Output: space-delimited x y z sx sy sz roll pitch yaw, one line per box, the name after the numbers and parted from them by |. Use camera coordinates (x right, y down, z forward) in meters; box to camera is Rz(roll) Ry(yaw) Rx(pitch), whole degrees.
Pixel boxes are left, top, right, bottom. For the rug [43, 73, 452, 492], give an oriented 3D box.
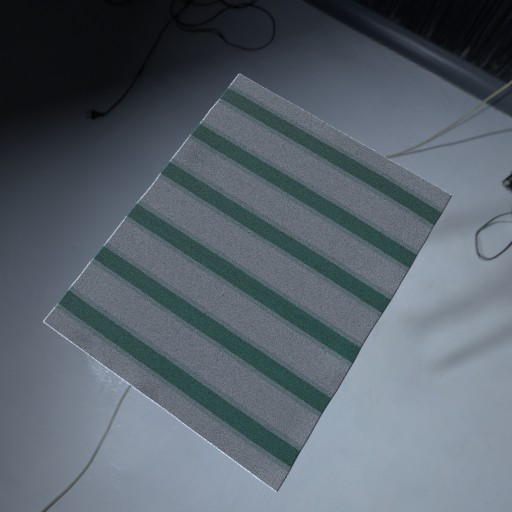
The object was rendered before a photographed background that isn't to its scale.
0.000 0.000 4.012 2.434 0.019 3.041 33 77 8 | rug
